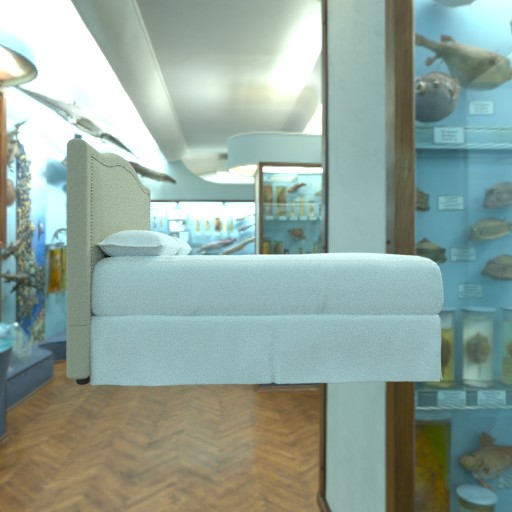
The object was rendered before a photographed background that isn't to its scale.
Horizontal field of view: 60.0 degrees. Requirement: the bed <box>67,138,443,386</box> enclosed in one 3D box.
[{"bbox_3d":[0.000,0.000,3.306,2.143,1.460,1.753,0,0,-2],"label":"bed"}]
